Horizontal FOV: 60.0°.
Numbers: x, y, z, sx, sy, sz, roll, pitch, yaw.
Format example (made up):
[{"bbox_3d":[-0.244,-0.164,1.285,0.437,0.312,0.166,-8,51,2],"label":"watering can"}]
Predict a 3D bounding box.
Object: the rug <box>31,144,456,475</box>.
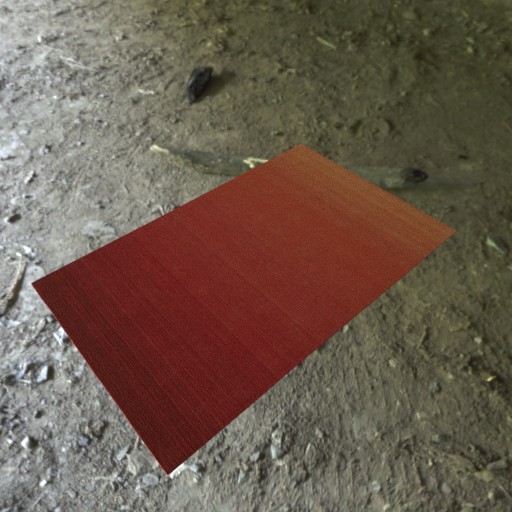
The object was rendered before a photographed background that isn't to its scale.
[{"bbox_3d":[0.000,0.000,2.960,2.442,0.010,1.531,-33,54,-28],"label":"rug"}]
